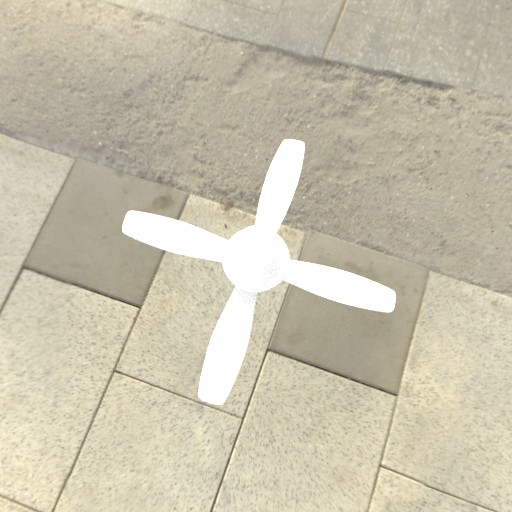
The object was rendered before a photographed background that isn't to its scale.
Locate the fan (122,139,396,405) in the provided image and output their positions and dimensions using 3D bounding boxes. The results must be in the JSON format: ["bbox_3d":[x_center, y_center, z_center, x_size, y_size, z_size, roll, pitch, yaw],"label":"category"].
[{"bbox_3d":[0.000,0.000,2.548,1.694,0.382,1.693,17,75,5],"label":"fan"}]
